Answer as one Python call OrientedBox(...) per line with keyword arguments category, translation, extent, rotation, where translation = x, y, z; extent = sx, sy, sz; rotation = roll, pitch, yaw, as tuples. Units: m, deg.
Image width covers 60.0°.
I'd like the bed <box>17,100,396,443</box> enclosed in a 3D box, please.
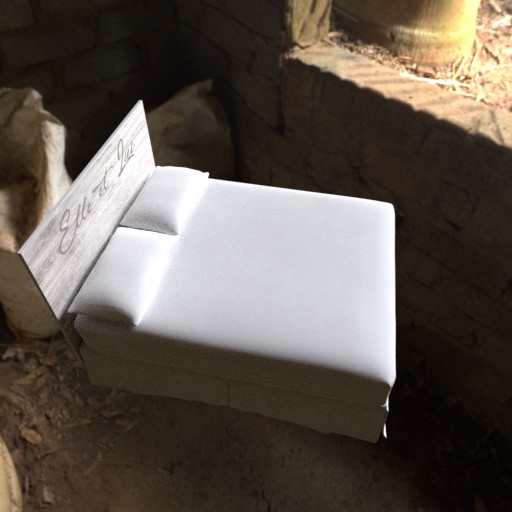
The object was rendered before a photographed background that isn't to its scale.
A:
OrientedBox(category="bed", translation=(0.000, 0.000, 3.123), extent=(2.094, 1.335, 1.745), rotation=(9, 48, 8))
